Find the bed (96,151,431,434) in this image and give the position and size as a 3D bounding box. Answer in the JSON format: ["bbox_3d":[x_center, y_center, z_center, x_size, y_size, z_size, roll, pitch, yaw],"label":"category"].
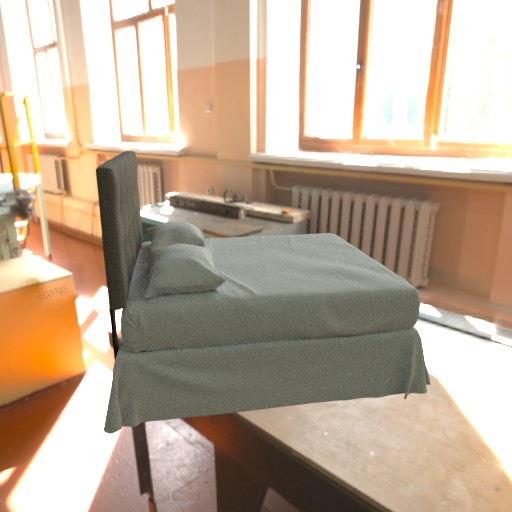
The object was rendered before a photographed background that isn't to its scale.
[{"bbox_3d":[0.000,0.000,3.540,2.222,1.577,1.936,-3,17,-10],"label":"bed"}]
